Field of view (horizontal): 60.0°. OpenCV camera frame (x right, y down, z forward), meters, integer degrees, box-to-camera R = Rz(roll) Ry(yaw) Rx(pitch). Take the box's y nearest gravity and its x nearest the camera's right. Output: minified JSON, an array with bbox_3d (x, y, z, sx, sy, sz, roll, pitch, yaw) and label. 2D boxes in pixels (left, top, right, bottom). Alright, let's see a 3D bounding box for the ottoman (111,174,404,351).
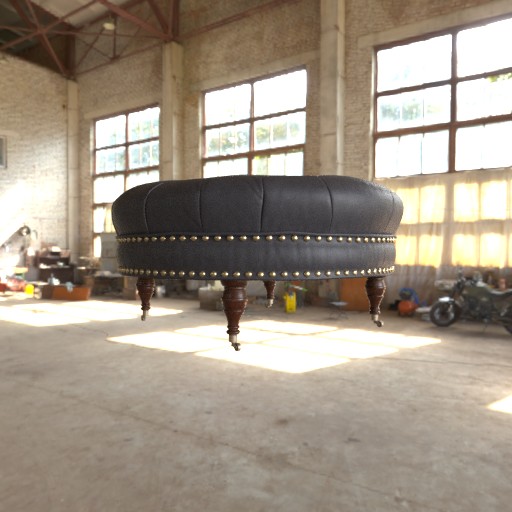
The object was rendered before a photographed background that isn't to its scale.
[{"bbox_3d":[0.000,0.000,1.422,0.901,0.439,0.901,0,1,0],"label":"ottoman"}]
